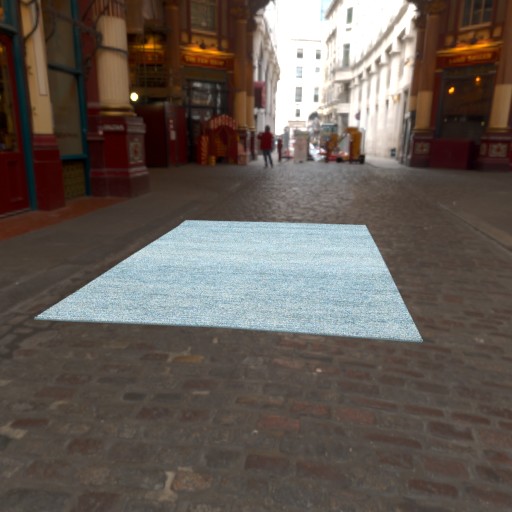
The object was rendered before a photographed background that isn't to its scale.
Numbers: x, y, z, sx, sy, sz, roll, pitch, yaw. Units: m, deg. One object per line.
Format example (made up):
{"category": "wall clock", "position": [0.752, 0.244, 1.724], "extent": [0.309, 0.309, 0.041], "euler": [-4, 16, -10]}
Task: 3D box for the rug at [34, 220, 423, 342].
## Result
{"category": "rug", "position": [0.000, 0.000, 2.870], "extent": [1.611, 0.026, 2.260], "euler": [2, 16, 8]}
